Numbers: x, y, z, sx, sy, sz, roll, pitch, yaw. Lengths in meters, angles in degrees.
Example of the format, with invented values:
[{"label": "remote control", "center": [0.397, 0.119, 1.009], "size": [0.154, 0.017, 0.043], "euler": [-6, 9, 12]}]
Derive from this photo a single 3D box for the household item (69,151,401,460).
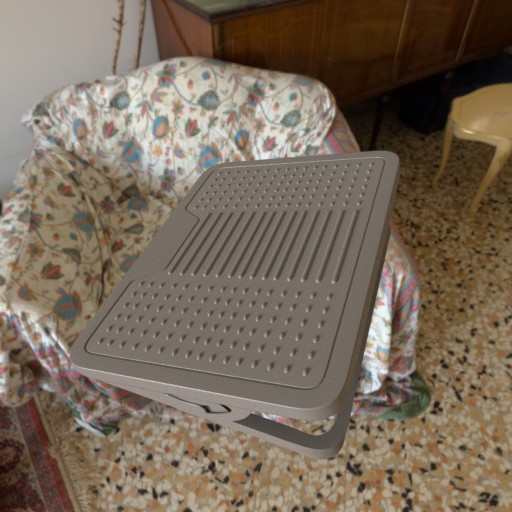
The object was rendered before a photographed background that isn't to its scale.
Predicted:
[{"label": "household item", "center": [0.000, 0.000, 0.537], "size": [0.301, 0.126, 0.390], "euler": [15, 48, 14]}]
